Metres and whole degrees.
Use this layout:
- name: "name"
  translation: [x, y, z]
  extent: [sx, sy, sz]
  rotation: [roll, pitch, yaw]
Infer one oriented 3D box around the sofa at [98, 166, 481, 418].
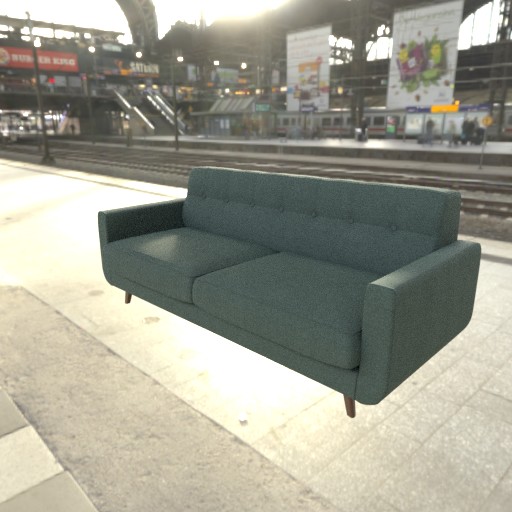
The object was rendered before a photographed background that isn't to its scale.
- name: "sofa"
  translation: [0.000, 0.000, 2.436]
  extent: [2.029, 0.841, 0.909]
  rotation: [15, 22, 42]
